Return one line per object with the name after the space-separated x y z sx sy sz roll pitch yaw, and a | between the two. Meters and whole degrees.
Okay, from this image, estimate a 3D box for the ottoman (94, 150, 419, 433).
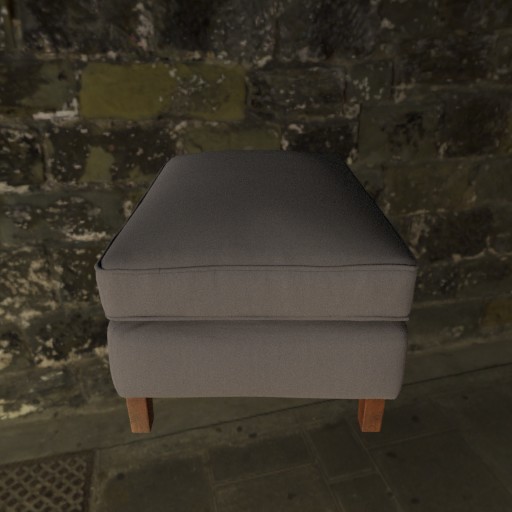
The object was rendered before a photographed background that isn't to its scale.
0.000 0.000 0.982 0.508 0.406 0.686 0 26 0 | ottoman
